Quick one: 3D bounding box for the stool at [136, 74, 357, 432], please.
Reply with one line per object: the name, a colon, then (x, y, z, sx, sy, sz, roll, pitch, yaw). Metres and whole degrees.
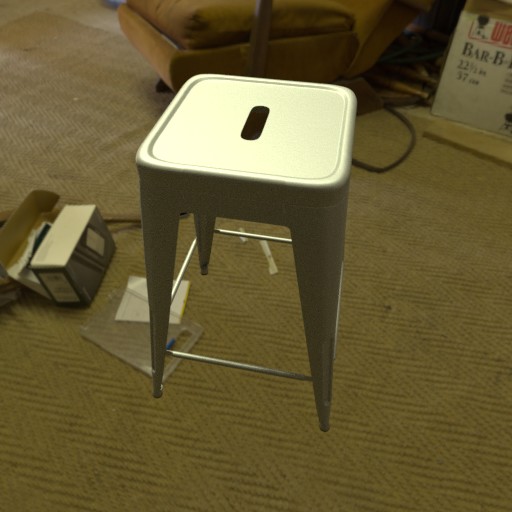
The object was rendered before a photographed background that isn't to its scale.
stool: (0.000, 0.000, 0.908, 0.406, 0.610, 0.406, 8, 46, 8)
